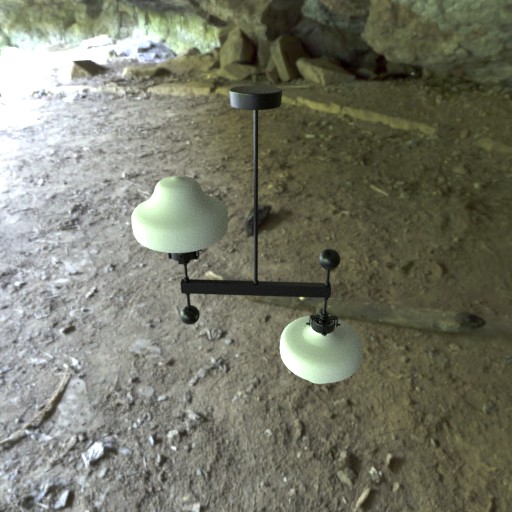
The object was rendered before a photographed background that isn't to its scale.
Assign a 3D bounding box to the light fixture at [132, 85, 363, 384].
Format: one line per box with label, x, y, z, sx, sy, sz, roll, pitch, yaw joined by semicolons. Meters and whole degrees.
light fixture;0.000;0.000;1.044;0.489;0.743;0.422;-18;34;-29
